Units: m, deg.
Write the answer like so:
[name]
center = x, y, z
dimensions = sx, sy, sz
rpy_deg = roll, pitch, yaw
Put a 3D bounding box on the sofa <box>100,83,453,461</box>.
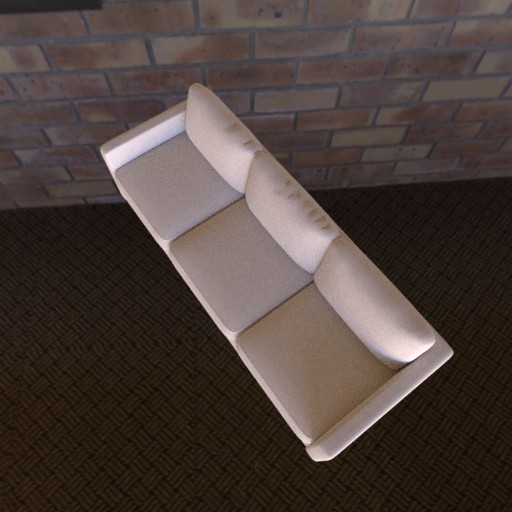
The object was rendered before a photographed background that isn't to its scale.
[sofa]
center = 0.000, 0.000, 2.682
dimensions = 0.859, 0.874, 2.218
rpy_deg = -34, 69, -15
